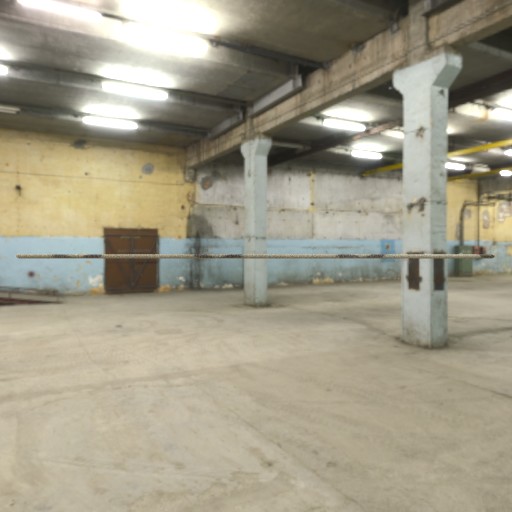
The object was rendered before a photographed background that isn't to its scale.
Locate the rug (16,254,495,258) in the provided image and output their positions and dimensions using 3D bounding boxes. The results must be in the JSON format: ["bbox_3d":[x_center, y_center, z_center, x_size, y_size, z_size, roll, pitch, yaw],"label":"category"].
[{"bbox_3d":[0.000,0.000,3.937,3.000,0.026,2.399,0,0,0],"label":"rug"}]
